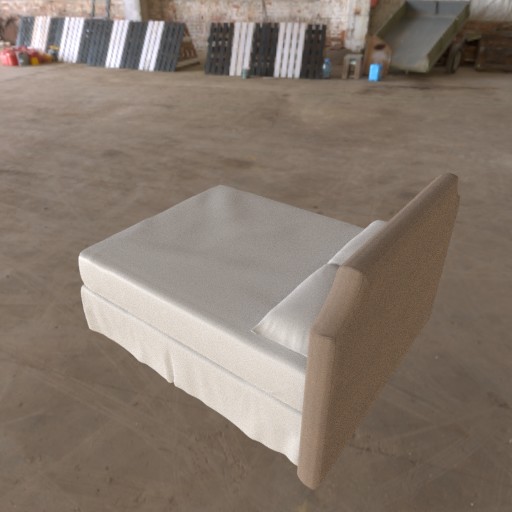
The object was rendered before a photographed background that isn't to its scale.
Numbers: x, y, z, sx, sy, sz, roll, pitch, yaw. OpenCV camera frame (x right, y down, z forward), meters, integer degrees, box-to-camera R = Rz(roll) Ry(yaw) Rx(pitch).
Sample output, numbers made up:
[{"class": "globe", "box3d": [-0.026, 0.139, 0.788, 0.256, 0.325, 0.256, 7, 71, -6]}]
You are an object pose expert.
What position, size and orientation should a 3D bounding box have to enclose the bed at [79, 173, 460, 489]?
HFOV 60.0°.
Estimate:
[{"class": "bed", "box3d": [0.000, 0.000, 3.181, 2.164, 1.303, 1.828, 22, 38, 31]}]
